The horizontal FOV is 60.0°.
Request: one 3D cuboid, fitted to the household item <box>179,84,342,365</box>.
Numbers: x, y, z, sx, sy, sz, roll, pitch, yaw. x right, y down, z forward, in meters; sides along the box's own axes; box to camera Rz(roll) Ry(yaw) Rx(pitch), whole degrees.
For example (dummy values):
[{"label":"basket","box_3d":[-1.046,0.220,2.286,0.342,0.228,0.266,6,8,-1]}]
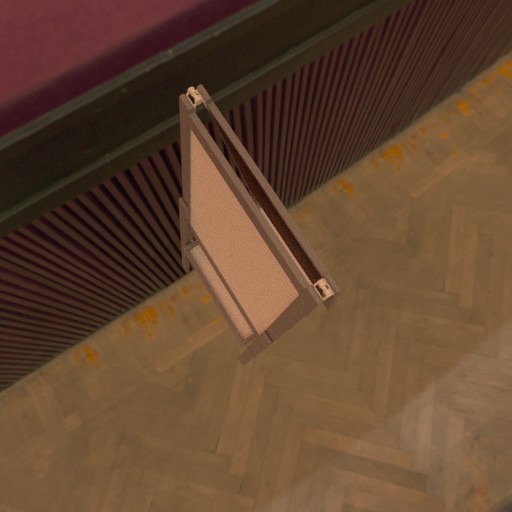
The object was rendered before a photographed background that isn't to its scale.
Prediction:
[{"label":"household item","box_3d":[0.000,0.000,1.457,0.469,1.172,0.531,-31,78,-7]}]
